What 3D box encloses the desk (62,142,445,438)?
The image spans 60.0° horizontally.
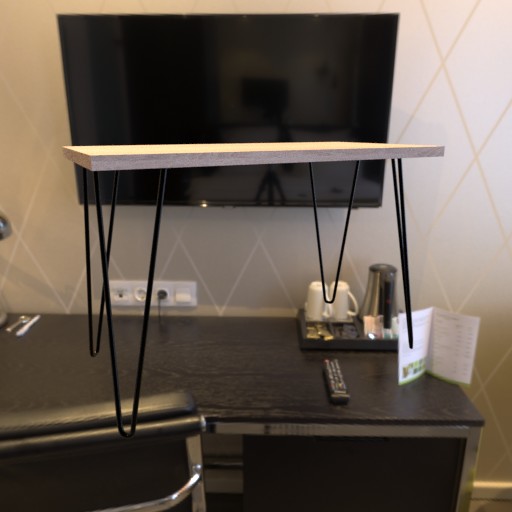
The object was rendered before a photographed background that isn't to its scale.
[{"bbox_3d":[0.000,0.000,1.374,0.991,0.660,0.499,-8,18,-27],"label":"desk"}]
